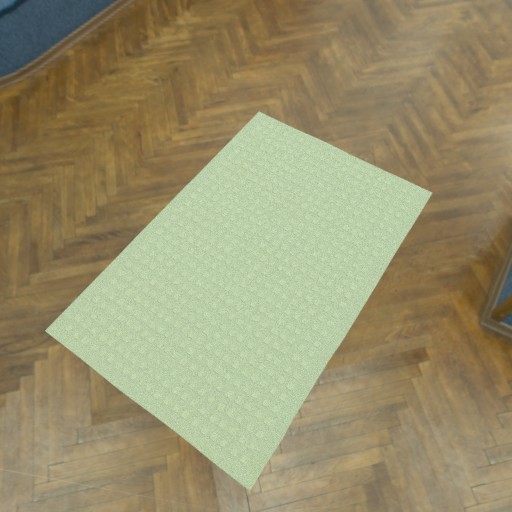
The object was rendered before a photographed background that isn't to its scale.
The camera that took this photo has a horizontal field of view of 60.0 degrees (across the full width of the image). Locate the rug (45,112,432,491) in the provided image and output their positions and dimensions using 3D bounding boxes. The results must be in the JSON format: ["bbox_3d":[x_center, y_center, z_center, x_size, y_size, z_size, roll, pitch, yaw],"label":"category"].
[{"bbox_3d":[0.000,0.000,2.221,1.143,0.006,1.747,30,64,17],"label":"rug"}]
